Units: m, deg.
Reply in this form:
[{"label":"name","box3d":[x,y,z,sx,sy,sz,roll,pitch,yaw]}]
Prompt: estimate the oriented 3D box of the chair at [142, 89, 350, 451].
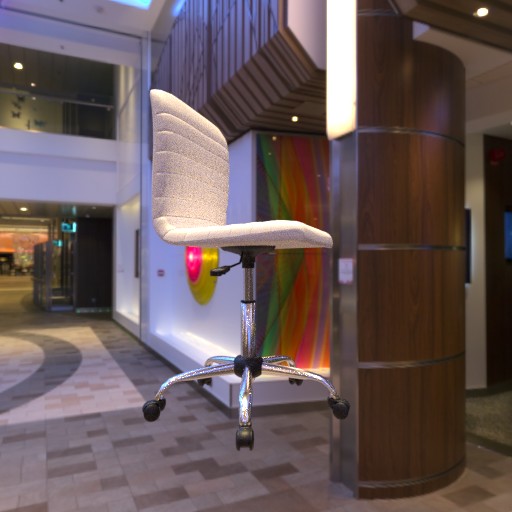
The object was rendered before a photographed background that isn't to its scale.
[{"label":"chair","box3d":[0.000,0.000,1.094,0.455,0.750,0.520,0,-1,18]}]
